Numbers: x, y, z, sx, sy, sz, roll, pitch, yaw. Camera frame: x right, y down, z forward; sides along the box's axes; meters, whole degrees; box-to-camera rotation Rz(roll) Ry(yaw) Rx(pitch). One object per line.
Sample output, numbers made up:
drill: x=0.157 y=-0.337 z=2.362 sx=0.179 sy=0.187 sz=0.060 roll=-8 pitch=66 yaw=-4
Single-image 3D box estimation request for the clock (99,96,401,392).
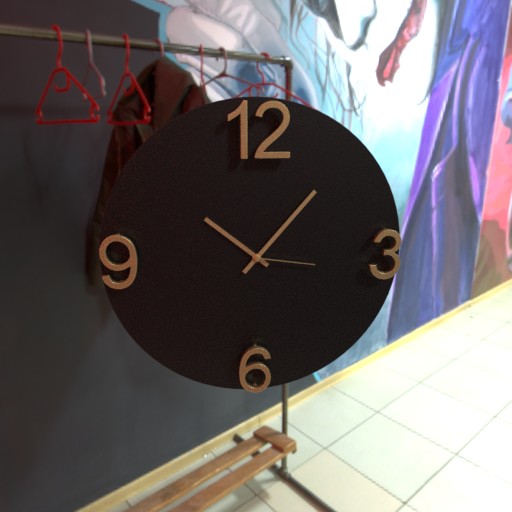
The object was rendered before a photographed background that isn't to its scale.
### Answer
clock: x=0.000 y=0.000 z=0.669 sx=0.454 sy=0.454 sz=0.038 roll=-2 pitch=16 yaw=-8
